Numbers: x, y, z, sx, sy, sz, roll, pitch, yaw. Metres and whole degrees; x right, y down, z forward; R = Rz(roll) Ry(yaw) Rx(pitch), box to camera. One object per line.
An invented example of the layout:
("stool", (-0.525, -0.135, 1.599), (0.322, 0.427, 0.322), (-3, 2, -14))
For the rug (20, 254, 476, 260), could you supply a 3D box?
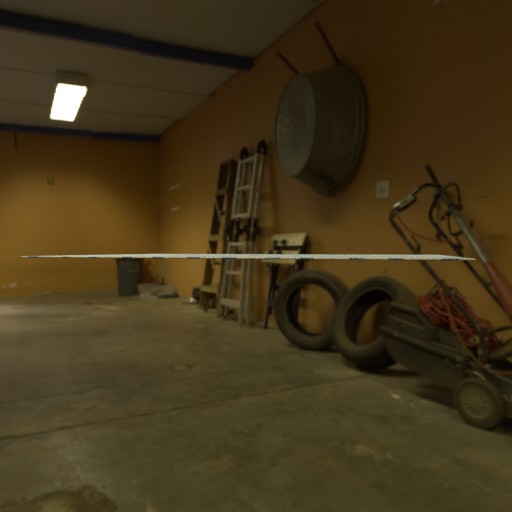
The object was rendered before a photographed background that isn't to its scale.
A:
("rug", (0.000, 0.000, 2.983), (2.439, 0.008, 1.531), (0, 1, 17))
